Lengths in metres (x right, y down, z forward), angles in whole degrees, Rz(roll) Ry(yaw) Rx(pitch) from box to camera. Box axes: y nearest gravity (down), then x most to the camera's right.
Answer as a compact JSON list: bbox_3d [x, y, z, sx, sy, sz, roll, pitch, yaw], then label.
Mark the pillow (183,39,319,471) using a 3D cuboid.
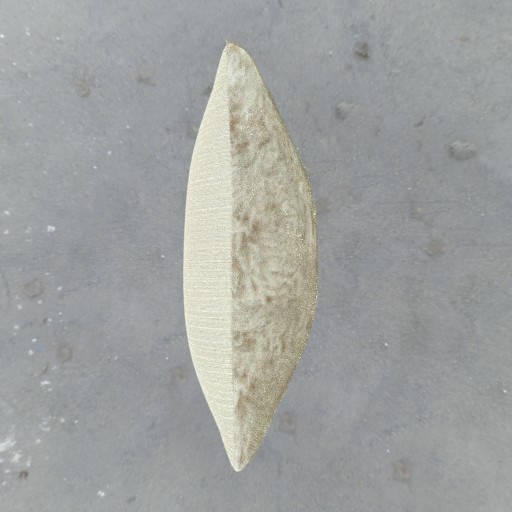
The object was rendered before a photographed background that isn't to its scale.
[{"bbox_3d":[0.000,0.000,0.789,0.216,0.525,0.538,0,90,1],"label":"pillow"}]
